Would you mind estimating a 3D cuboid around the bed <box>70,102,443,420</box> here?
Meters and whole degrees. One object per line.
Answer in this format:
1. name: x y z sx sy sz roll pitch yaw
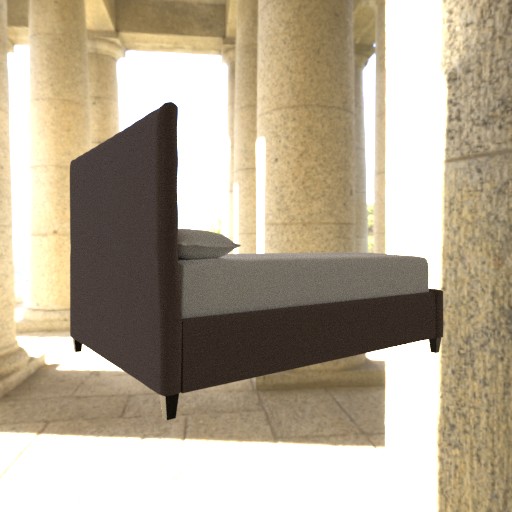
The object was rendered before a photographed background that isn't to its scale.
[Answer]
1. bed: 0.000 0.000 3.279 2.233 1.426 1.696 -1 1 -36
